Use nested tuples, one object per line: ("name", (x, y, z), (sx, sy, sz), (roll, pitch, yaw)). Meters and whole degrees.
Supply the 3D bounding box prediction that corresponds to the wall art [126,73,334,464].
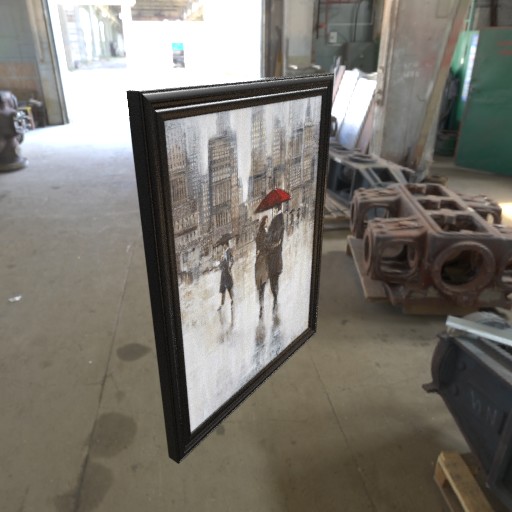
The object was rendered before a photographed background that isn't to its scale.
("wall art", (0.000, 0.000, 1.610), (0.053, 1.194, 0.950), (17, 30, 32))
